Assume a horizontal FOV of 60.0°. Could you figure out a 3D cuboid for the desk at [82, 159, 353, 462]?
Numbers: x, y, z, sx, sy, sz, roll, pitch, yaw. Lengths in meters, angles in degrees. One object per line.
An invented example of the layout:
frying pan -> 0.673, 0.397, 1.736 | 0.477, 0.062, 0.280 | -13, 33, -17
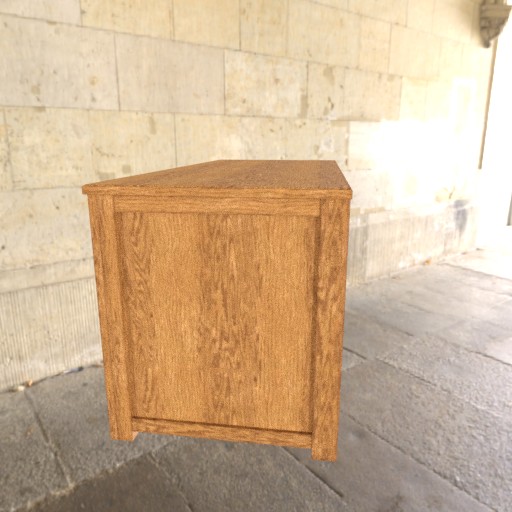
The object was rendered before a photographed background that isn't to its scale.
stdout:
desk -> 0.000, 0.000, 1.920 | 0.685, 0.751, 1.567 | 2, 15, 8
